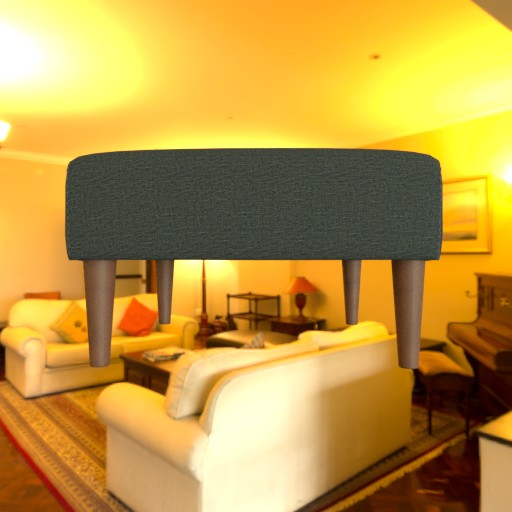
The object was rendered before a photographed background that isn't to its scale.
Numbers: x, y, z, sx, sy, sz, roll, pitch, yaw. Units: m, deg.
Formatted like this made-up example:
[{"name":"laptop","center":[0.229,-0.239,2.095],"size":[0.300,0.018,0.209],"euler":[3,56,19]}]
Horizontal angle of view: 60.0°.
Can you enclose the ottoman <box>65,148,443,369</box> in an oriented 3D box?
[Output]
[{"name":"ottoman","center":[0.000,0.000,1.051],"size":[0.650,0.398,0.649],"euler":[0,0,1]}]
